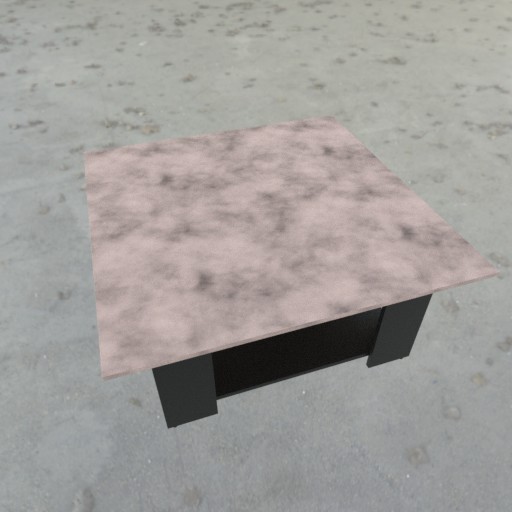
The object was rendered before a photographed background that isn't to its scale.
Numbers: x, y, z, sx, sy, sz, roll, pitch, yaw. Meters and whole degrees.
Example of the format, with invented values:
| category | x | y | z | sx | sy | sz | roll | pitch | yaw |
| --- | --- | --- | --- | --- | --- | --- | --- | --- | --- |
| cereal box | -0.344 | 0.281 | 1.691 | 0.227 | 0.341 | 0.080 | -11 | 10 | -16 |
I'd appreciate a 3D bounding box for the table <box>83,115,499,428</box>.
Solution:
| category | x | y | z | sx | sy | sz | roll | pitch | yaw |
| --- | --- | --- | --- | --- | --- | --- | --- | --- | --- |
| table | 0.000 | 0.000 | 1.029 | 0.670 | 0.305 | 0.670 | -12 | 43 | -14 |
